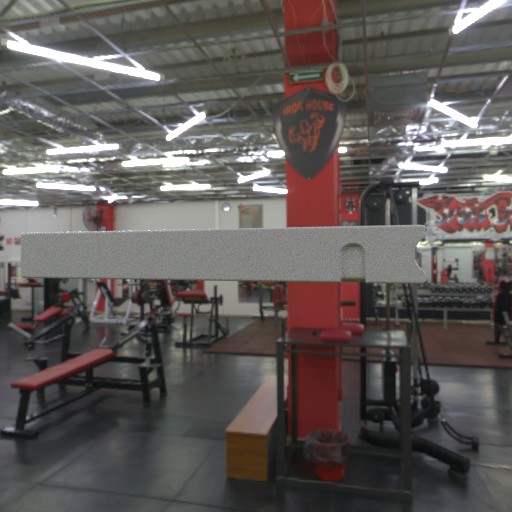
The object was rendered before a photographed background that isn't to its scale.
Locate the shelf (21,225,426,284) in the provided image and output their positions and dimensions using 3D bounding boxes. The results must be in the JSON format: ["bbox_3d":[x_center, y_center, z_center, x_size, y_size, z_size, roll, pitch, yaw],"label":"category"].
[{"bbox_3d":[0.000,0.000,0.444,0.296,0.035,0.296,0,0,17],"label":"shelf"}]
